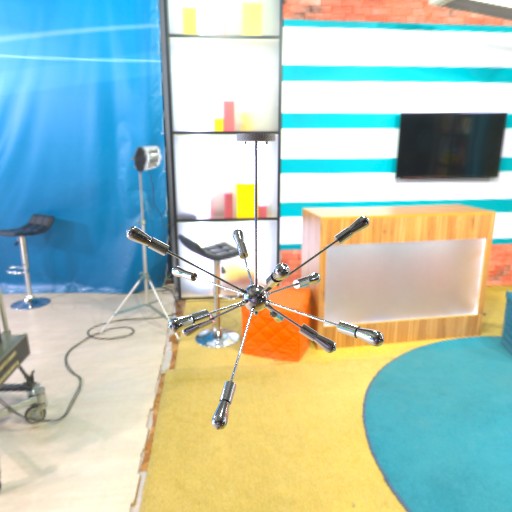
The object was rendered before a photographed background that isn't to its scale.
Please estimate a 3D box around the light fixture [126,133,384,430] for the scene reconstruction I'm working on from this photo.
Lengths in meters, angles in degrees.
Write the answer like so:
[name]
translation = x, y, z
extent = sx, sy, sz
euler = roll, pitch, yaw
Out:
[light fixture]
translation = 0.000, 0.000, 1.050
extent = 0.684, 0.558, 0.509
euler = 14, 20, 43
